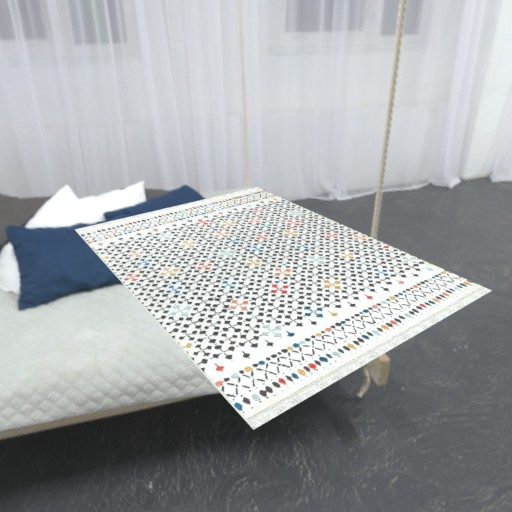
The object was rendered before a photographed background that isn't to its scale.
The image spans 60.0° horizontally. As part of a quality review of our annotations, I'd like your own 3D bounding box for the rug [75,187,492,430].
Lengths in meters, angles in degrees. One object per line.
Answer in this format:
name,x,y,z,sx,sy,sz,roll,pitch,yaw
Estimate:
rug,0.000,0.000,4.087,2.354,0.007,3.196,-18,32,-31
